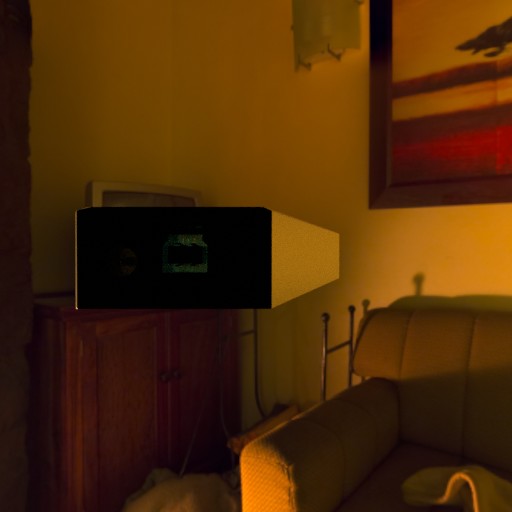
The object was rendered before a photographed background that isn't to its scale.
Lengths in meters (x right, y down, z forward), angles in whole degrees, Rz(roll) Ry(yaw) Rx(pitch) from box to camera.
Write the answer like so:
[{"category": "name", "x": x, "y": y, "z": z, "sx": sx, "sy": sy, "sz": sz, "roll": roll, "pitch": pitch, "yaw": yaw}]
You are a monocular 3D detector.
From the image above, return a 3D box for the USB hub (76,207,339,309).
[{"category": "USB hub", "x": 0.000, "y": 0.000, "z": 0.162, "sx": 0.044, "sy": 0.023, "sz": 0.145, "roll": 0, "pitch": 0, "yaw": 17}]
